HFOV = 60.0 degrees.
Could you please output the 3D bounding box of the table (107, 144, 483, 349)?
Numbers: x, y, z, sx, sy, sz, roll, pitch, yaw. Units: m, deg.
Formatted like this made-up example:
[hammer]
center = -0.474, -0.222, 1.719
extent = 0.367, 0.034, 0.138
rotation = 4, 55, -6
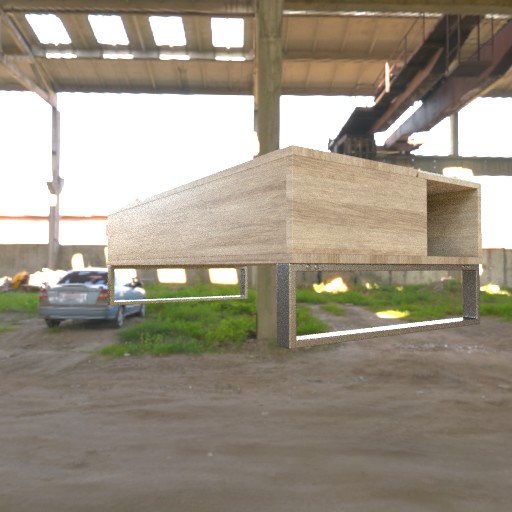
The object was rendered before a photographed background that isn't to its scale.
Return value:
[table]
center = 0.000, 0.000, 1.376
extent = 0.600, 0.350, 1.100
rotation = 1, -2, -34
